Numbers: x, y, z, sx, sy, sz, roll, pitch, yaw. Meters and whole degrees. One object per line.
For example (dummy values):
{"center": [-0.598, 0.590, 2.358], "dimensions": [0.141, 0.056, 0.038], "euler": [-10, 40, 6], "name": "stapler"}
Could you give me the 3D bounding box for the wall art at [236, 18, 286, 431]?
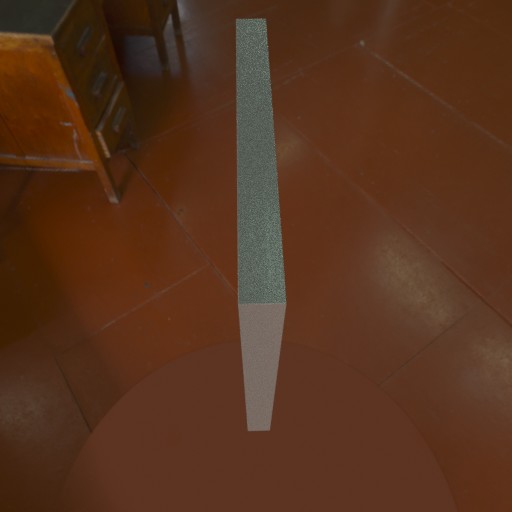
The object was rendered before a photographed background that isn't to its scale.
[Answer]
{"center": [0.000, 0.000, 0.510], "dimensions": [0.030, 0.379, 0.308], "euler": [-1, 58, -1], "name": "wall art"}
